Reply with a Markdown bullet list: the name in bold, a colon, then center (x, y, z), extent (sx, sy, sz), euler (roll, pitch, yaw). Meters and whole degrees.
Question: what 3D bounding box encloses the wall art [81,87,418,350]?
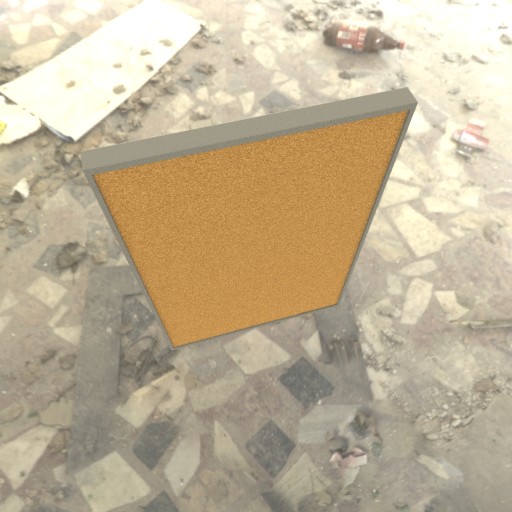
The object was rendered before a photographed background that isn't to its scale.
- **wall art**: center (0.000, 0.000, 0.982), extent (0.511, 0.753, 0.039), euler (-14, 60, -8)
